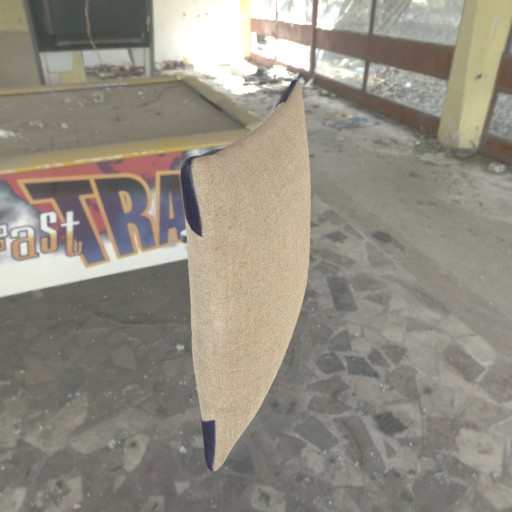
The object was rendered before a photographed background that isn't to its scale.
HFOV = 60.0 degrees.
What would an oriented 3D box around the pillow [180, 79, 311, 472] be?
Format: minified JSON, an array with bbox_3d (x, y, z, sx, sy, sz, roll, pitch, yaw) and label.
[{"bbox_3d":[0.000,0.000,0.674,0.147,0.441,0.440,8,32,14],"label":"pillow"}]
